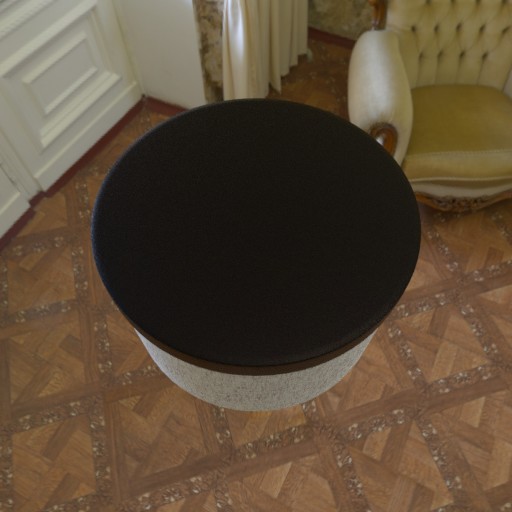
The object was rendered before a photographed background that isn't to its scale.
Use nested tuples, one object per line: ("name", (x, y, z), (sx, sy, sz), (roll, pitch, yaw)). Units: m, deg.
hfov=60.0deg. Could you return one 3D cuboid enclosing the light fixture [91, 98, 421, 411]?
("light fixture", (0.000, 0.000, 0.627), (0.389, 0.229, 0.389), (0, 58, 0))
